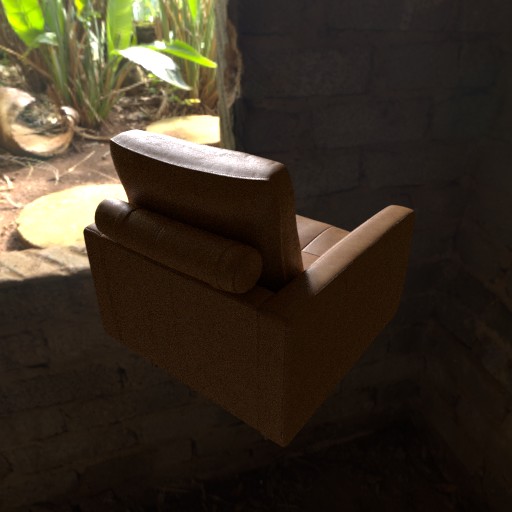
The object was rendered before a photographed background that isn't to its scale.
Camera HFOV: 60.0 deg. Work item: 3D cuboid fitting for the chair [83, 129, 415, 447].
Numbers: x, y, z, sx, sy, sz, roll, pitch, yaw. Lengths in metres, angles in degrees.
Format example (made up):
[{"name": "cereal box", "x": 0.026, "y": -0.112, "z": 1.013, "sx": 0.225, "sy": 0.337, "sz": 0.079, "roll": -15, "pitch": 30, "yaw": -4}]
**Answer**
[{"name": "chair", "x": 0.000, "y": 0.000, "z": 1.541, "sx": 0.831, "sy": 0.896, "sz": 0.868, "roll": 21, "pitch": 36, "yaw": 32}]
